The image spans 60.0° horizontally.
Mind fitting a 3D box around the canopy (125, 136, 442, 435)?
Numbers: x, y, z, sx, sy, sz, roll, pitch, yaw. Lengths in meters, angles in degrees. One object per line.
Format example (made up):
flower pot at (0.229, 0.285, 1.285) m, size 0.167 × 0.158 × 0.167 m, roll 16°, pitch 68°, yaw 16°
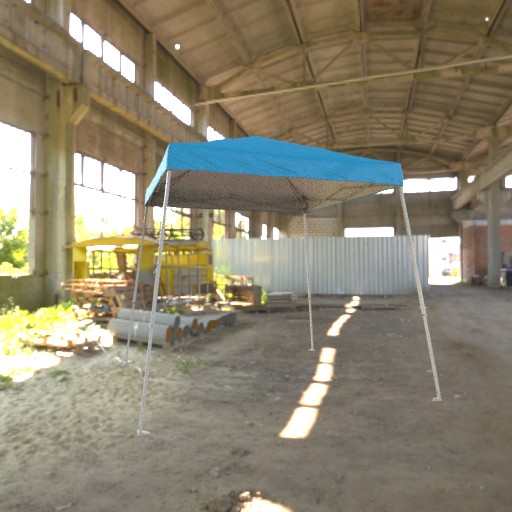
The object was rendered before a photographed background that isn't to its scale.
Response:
canopy at (0.000, 0.000, 6.606) m, size 3.600 × 3.600 × 3.599 m, roll 1°, pitch -2°, yaw -18°
